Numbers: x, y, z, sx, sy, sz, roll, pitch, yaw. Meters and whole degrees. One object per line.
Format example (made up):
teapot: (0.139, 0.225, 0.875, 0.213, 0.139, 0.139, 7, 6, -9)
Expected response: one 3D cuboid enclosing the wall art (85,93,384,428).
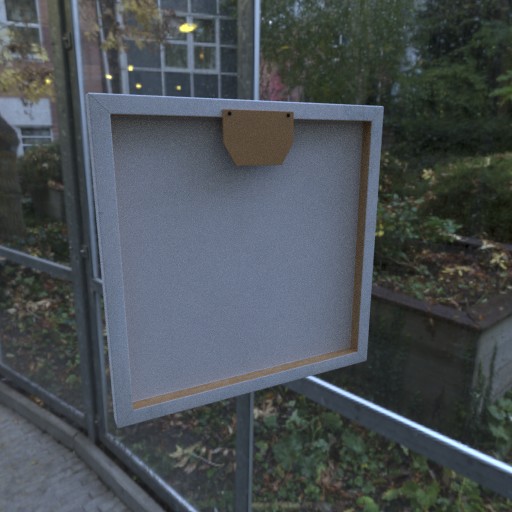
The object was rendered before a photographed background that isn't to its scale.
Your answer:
wall art: (0.000, 0.000, 0.915, 0.605, 0.605, 0.044, -7, 16, -26)
